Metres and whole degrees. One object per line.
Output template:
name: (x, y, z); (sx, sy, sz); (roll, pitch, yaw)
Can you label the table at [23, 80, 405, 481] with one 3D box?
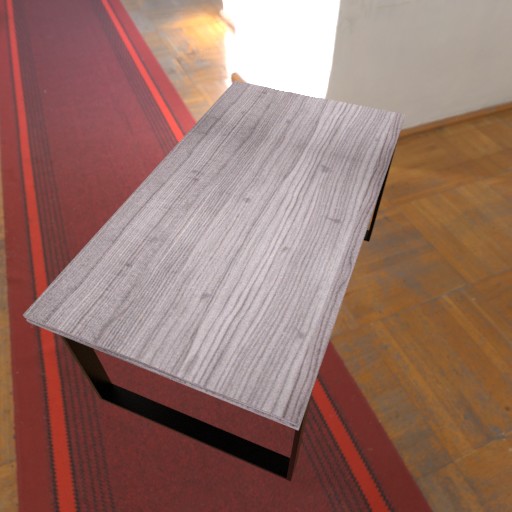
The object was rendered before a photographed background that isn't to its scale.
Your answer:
table: (0.000, 0.000, 1.991); (0.881, 0.736, 1.579); (17, 51, 15)
